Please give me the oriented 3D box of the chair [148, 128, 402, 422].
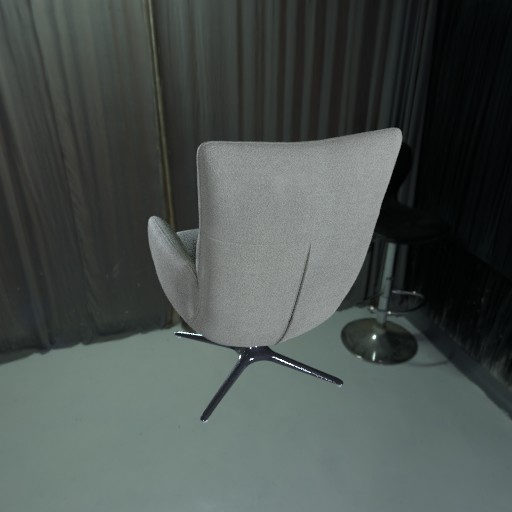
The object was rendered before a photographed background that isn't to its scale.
[{"bbox_3d":[0.000,0.000,1.609,0.711,1.016,0.889,-9,28,-17],"label":"chair"}]
